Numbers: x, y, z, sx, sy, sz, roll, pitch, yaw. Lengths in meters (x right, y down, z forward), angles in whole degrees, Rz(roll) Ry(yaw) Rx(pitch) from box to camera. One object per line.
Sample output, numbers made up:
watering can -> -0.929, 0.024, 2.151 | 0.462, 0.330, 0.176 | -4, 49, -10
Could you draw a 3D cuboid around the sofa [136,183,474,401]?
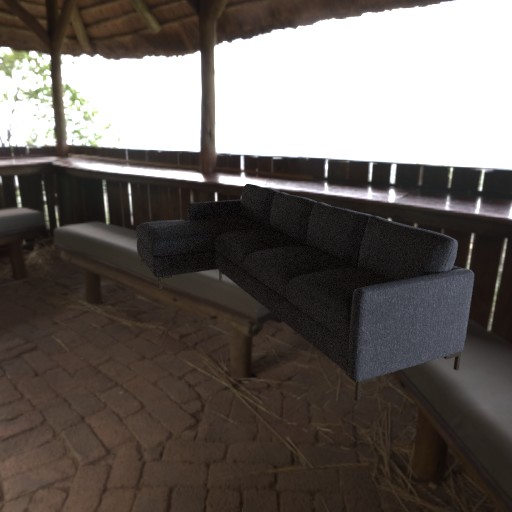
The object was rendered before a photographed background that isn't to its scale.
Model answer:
sofa -> 0.000, 0.000, 3.482 | 1.350, 0.810, 2.932 | -8, 18, -24
